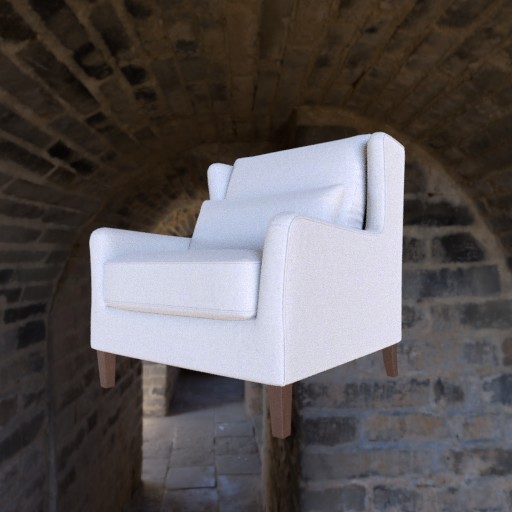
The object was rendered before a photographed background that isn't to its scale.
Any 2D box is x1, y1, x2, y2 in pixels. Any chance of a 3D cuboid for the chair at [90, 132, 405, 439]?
[{"bbox_3d":[0.000,0.000,1.876,0.982,1.056,1.040,-1,-2,38],"label":"chair"}]
